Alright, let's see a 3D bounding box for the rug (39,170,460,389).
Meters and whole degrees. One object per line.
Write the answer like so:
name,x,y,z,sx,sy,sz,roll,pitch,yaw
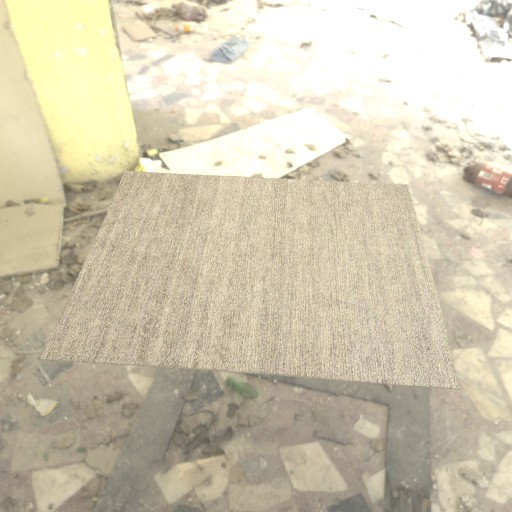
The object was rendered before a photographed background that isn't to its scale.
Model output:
rug,0.000,0.000,4.147,3.202,0.045,2.434,3,47,3
